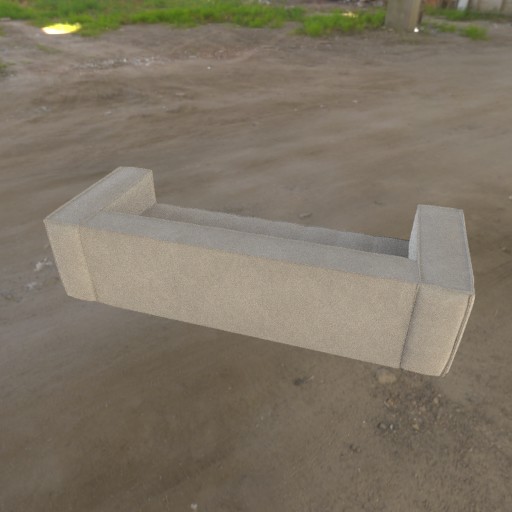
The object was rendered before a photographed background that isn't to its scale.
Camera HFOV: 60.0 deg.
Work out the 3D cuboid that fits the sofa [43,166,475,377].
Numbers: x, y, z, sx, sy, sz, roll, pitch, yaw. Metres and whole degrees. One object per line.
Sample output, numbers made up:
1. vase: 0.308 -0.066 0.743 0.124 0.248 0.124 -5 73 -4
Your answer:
1. sofa: 0.000 0.000 3.144 2.697 0.680 1.038 10 35 14
